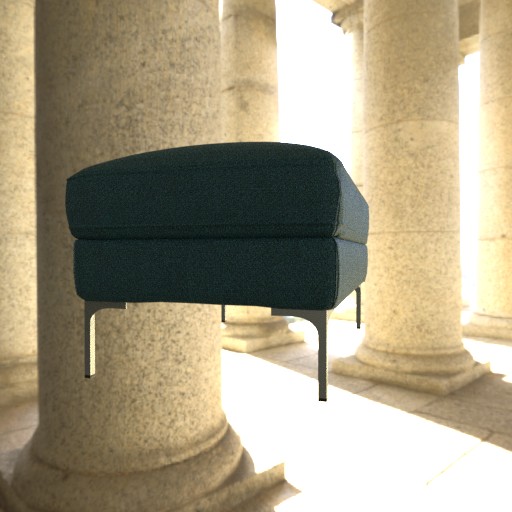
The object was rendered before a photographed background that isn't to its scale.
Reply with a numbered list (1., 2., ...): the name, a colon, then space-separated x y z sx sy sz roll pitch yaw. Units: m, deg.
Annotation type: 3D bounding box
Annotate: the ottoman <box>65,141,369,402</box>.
1. ottoman: 0.000 0.000 1.210 0.563 0.498 0.856 0 1 17
